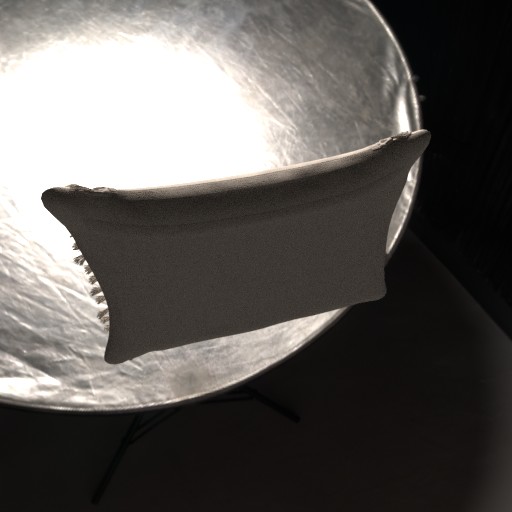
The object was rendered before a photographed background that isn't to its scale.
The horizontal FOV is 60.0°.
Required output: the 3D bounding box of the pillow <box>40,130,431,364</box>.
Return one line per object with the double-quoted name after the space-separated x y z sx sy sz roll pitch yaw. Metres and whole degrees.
0.000 0.000 0.603 0.466 0.305 0.084 -12 43 -13 "pillow"
